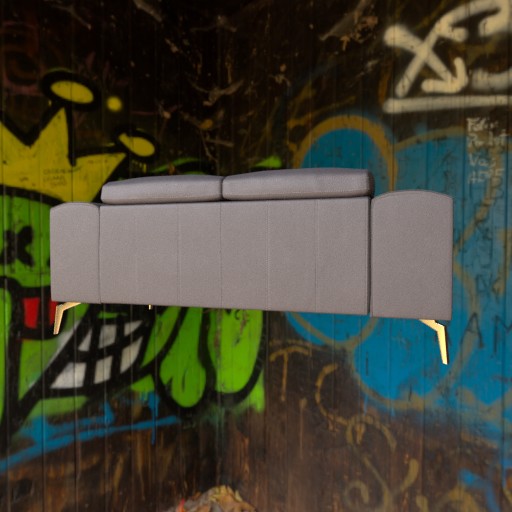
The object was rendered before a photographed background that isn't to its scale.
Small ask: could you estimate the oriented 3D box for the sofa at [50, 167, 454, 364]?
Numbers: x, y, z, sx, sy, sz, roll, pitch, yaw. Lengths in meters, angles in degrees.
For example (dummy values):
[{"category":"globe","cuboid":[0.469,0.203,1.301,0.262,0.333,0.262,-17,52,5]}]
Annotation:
[{"category":"sofa","cuboid":[0.000,0.000,2.404,1.895,0.779,1.003,0,2,18]}]
